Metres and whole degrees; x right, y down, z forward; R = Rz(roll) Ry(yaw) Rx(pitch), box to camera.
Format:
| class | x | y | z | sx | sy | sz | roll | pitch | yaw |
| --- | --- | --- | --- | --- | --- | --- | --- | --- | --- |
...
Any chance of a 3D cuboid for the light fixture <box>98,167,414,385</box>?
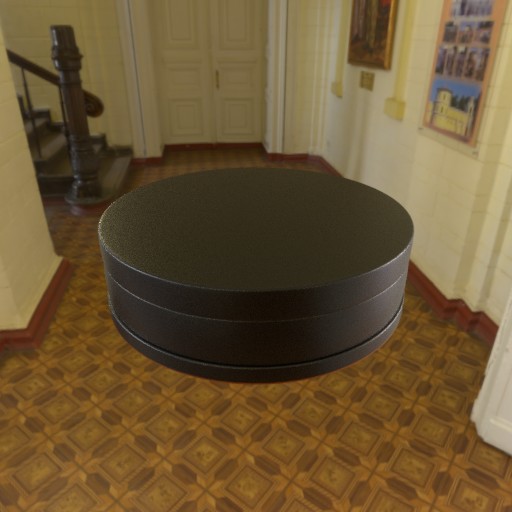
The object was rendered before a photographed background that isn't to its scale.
| class | x | y | z | sx | sy | sz | roll | pitch | yaw |
| --- | --- | --- | --- | --- | --- | --- | --- | --- | --- |
| light fixture | 0.000 | 0.000 | 0.433 | 0.283 | 0.097 | 0.283 | 0 | 28 | 0 |
